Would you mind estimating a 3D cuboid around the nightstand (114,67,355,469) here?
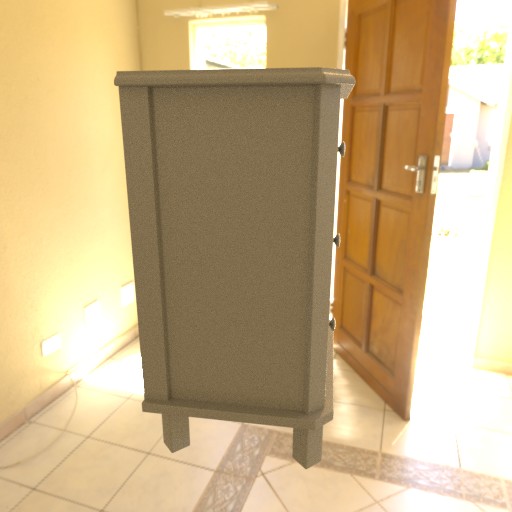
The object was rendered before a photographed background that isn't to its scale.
[{"bbox_3d":[0.000,0.000,0.929,0.350,0.680,0.450,3,17,9],"label":"nightstand"}]
